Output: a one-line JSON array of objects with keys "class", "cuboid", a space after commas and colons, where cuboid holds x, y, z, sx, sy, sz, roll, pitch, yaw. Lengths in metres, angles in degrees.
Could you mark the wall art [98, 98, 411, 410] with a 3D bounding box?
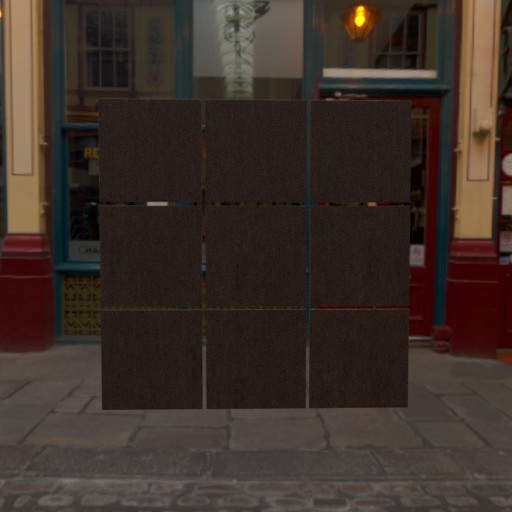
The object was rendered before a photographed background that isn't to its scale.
[{"class": "wall art", "cuboid": [0.000, 0.000, 2.193, 1.527, 1.525, 0.014, 0, 2, -1]}]
